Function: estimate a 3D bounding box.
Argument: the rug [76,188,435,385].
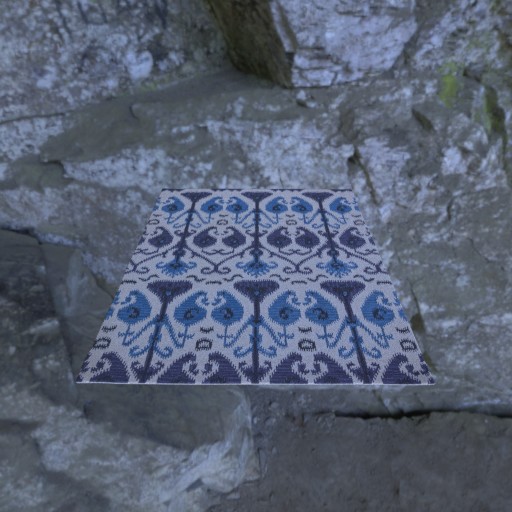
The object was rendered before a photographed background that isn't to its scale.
[{"bbox_3d":[0.000,0.000,4.353,2.443,0.024,3.228,0,32,0],"label":"rug"}]
